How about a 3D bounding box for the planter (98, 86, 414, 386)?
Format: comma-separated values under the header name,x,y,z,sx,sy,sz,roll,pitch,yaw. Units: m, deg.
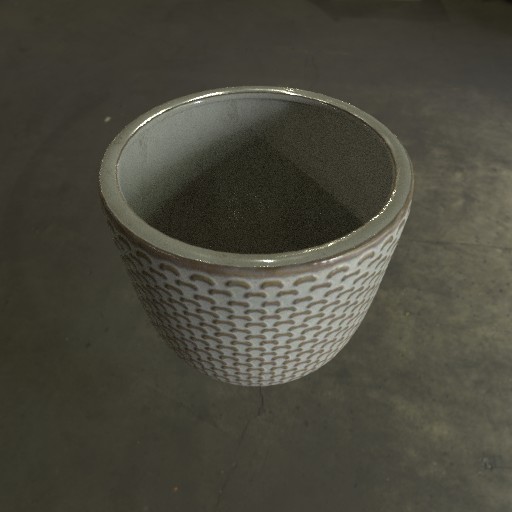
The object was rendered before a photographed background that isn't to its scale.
name,x,y,z,sx,sy,sz,roll,pitch,yaw
planter,0.000,0.000,0.243,0.139,0.130,0.139,0,46,0
